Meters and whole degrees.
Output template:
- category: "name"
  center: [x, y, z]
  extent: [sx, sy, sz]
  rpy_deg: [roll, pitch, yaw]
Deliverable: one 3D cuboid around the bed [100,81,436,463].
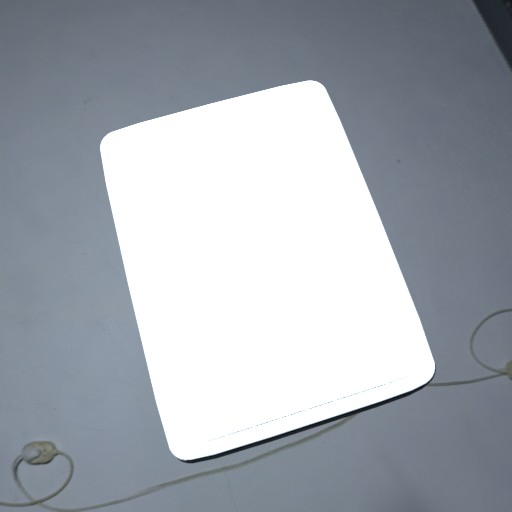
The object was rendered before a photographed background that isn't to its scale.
- category: "bed"
  center: [0.000, 0.000, 2.676]
  extent: [1.520, 0.460, 2.036]
  rpy_deg: [-16, 75, -4]
